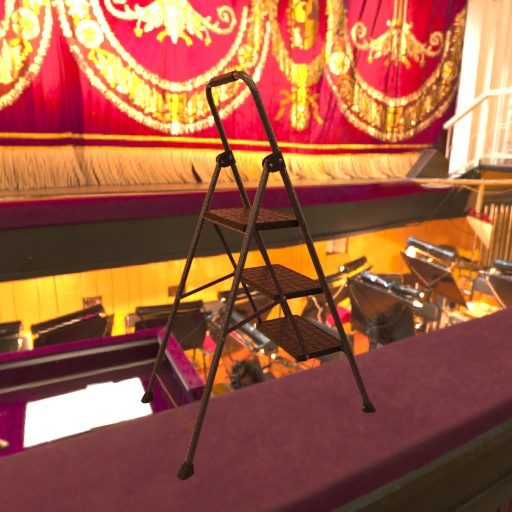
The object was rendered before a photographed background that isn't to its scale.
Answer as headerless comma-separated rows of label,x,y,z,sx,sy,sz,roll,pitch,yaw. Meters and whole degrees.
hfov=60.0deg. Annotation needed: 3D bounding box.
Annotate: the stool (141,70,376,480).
stool,0.000,0.000,1.480,0.733,1.121,0.473,-7,16,-27
